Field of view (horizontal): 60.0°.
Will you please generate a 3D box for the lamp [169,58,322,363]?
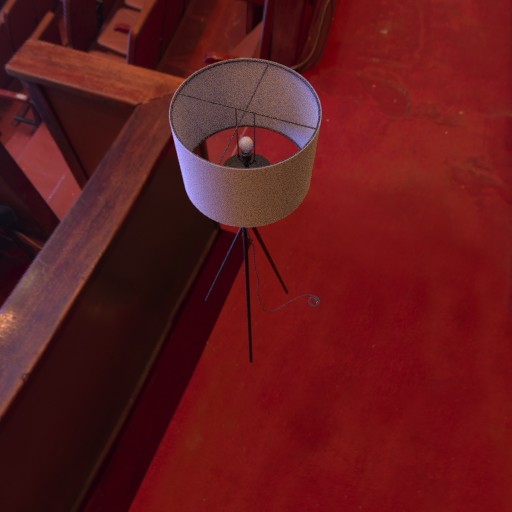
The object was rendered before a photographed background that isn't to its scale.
[{"bbox_3d":[0.000,0.000,1.952,0.667,1.624,0.522,17,63,9],"label":"lamp"}]
